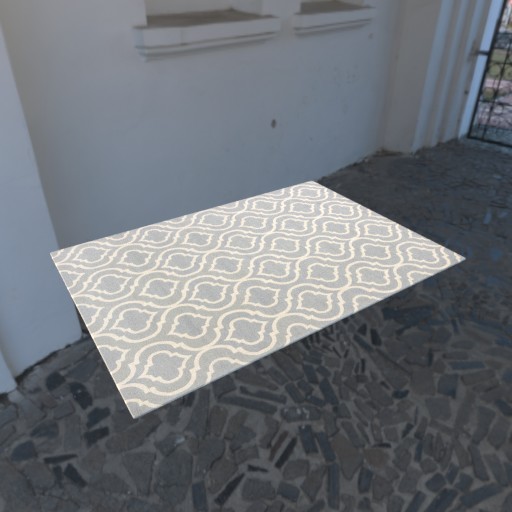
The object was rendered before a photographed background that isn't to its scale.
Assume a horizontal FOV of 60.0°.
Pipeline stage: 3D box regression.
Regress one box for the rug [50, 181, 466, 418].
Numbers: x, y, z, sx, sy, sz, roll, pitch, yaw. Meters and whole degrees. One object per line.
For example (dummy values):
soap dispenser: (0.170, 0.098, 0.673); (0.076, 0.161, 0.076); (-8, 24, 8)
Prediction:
rug: (0.000, 0.000, 2.697); (2.080, 0.010, 1.451); (-19, 37, -28)
